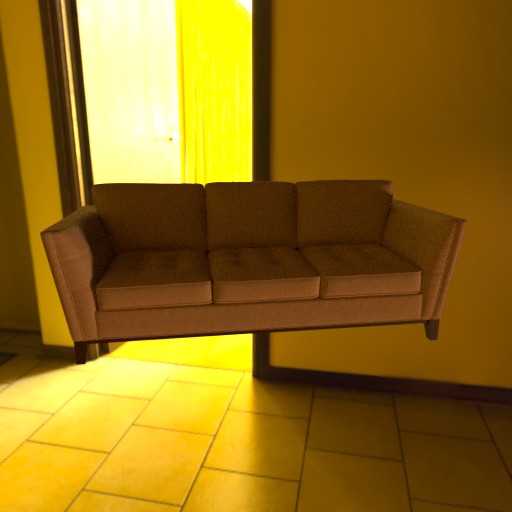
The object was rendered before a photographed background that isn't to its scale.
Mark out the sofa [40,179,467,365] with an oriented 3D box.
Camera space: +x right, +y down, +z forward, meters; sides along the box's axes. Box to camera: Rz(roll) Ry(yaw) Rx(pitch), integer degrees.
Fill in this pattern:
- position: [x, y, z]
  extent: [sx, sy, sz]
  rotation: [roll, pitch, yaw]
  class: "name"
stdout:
- position: [0.000, 0.000, 2.971]
  extent: [2.388, 0.940, 0.965]
  rotation: [-2, 15, -8]
  class: "sofa"
